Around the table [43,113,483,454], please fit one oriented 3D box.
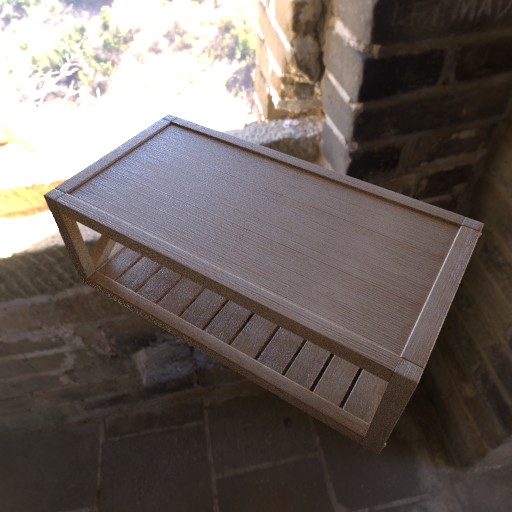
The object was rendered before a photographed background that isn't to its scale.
[{"bbox_3d":[0.000,0.000,1.630,1.321,0.457,0.660,25,51,22],"label":"table"}]
